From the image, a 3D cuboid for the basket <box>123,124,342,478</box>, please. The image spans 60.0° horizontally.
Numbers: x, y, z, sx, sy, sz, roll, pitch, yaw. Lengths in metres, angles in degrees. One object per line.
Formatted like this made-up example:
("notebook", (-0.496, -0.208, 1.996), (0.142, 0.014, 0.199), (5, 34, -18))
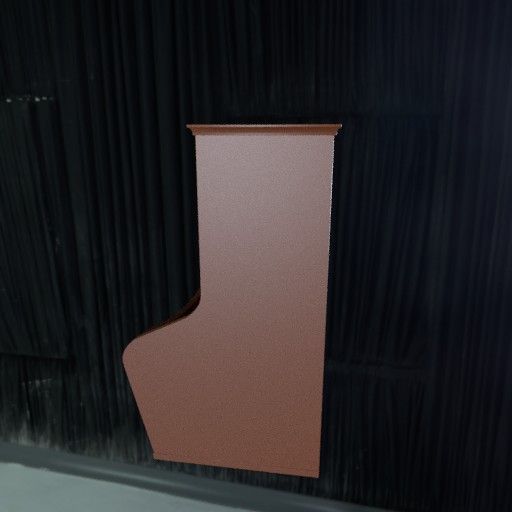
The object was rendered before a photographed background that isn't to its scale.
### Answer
("basket", (0.000, 0.000, 1.130), (0.376, 0.625, 0.792), (2, 15, 9))
